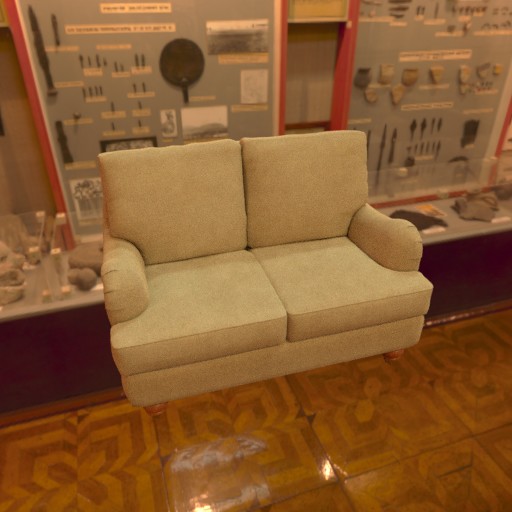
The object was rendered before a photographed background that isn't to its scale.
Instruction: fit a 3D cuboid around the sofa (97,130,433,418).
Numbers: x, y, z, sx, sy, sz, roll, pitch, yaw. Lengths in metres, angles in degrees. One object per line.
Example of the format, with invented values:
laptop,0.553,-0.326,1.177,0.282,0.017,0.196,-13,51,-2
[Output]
sofa,0.000,0.000,2.307,1.498,1.087,1.086,-9,32,-14
